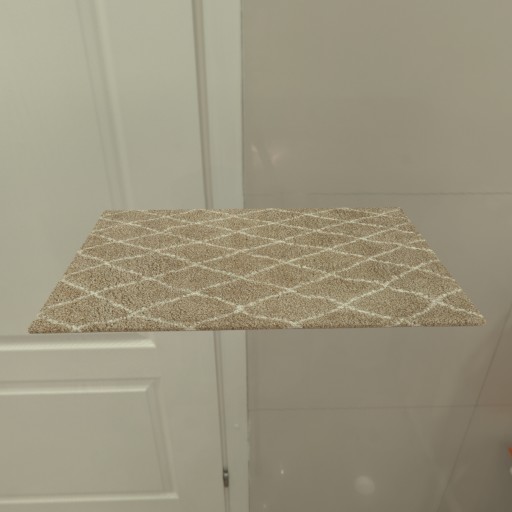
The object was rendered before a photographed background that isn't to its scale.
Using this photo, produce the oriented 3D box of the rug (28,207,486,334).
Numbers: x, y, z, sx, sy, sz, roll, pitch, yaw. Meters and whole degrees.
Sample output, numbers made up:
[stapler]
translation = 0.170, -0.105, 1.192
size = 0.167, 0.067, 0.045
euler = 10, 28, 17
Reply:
[rug]
translation = 0.000, 0.000, 2.999
size = 2.438, 0.030, 1.524
euler = -1, 30, -1
